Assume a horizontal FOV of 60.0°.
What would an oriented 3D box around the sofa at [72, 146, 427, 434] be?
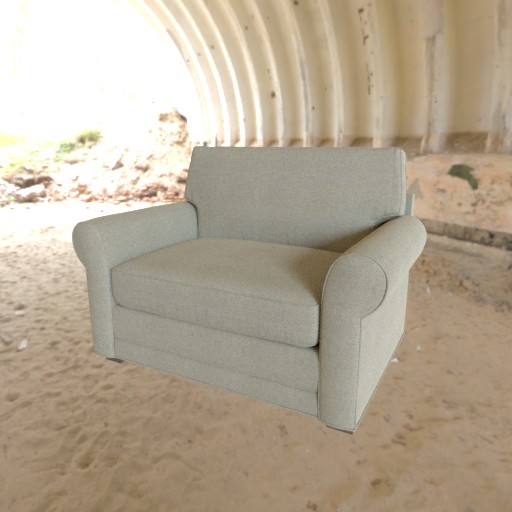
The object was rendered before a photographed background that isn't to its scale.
[{"bbox_3d":[0.000,0.000,2.072,1.405,0.991,0.936,8,16,27],"label":"sofa"}]
